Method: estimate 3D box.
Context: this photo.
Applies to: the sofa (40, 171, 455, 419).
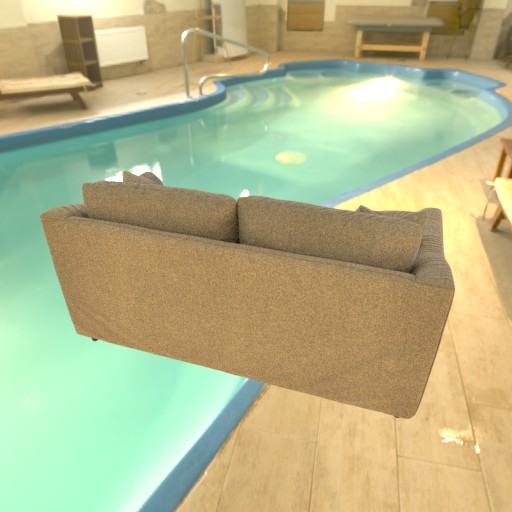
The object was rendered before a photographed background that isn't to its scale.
[{"bbox_3d":[0.000,0.000,2.597,2.010,1.018,1.072,10,34,15],"label":"sofa"}]
